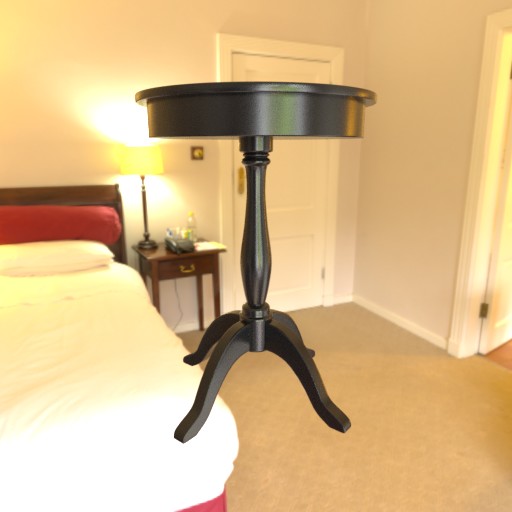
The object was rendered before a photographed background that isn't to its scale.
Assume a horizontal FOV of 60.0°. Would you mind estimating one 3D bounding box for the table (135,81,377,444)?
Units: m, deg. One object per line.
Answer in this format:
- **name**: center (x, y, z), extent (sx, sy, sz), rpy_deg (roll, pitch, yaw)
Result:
- **table**: center (0.000, 0.000, 0.981), extent (0.481, 0.665, 0.481), rpy_deg (0, 14, 0)
